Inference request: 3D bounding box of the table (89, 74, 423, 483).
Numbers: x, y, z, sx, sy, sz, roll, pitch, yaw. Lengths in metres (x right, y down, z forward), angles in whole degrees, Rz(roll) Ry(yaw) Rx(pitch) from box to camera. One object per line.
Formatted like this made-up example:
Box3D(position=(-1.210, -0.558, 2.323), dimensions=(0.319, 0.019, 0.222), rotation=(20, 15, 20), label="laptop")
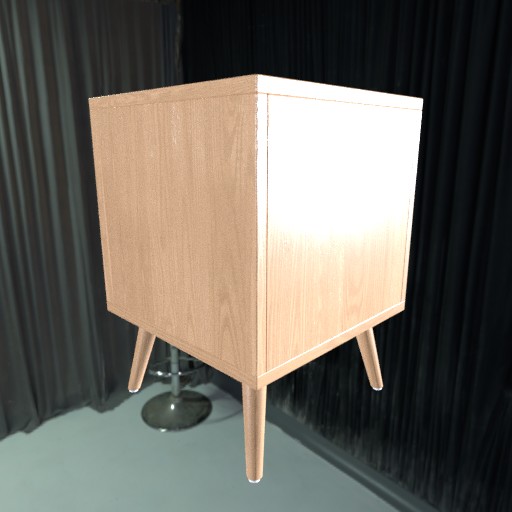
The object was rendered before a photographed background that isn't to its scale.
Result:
Box3D(position=(0.000, 0.000, 0.818), dimensions=(0.400, 0.550, 0.400), rotation=(14, 20, 43), label="table")
